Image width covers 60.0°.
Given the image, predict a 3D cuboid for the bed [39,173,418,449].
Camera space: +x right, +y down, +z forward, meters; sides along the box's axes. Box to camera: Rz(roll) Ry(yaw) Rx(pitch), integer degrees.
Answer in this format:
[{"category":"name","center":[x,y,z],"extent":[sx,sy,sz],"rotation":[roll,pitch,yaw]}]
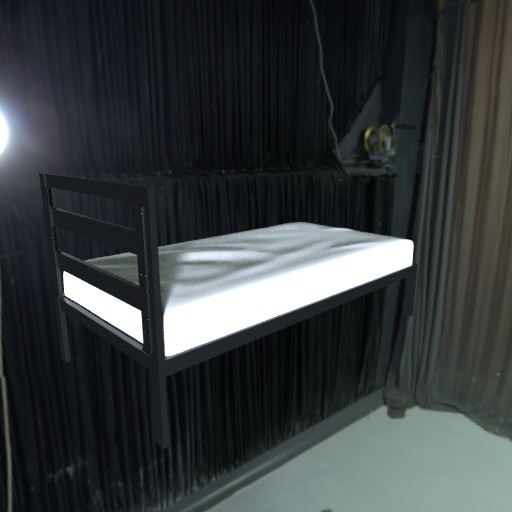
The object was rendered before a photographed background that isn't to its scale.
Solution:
[{"category":"bed","center":[0.000,0.000,2.516],"extent":[1.930,0.967,0.991],"rotation":[-13,19,-42]}]
